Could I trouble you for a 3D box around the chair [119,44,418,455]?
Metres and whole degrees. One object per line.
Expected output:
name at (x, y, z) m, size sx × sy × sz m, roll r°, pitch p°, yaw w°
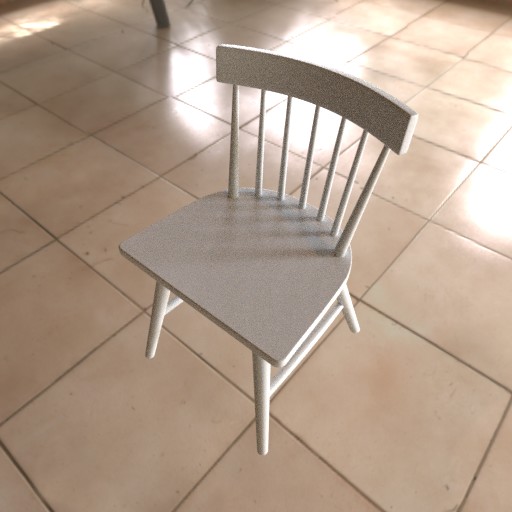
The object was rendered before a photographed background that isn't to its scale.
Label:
chair at (0.000, 0.000, 1.076) m, size 0.483 × 0.787 × 0.500 m, roll 31°, pitch 54°, yaw 26°
